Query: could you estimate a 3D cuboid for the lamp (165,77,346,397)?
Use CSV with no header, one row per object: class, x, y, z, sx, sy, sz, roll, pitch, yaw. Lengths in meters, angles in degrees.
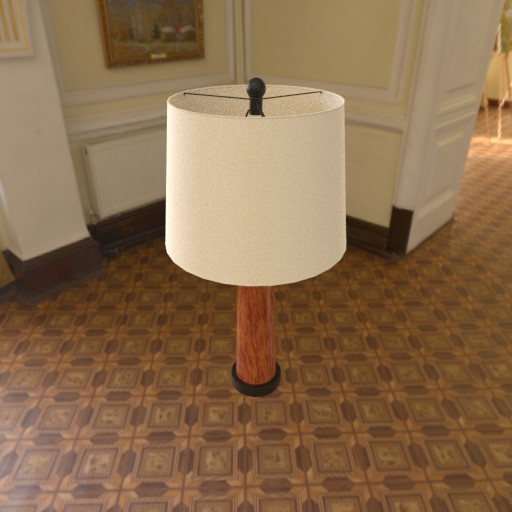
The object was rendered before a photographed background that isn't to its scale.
lamp,0.000,0.000,0.886,0.349,0.667,0.349,0,29,0
